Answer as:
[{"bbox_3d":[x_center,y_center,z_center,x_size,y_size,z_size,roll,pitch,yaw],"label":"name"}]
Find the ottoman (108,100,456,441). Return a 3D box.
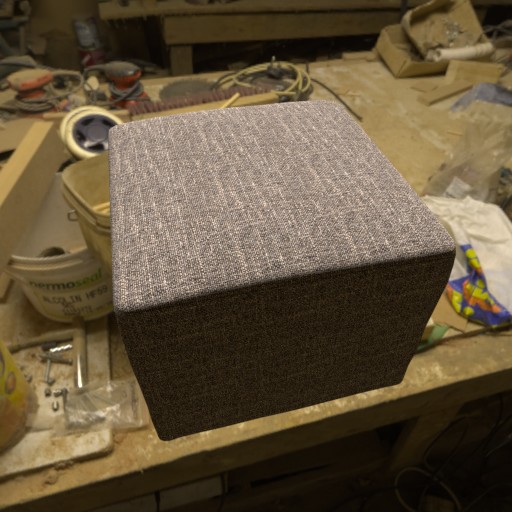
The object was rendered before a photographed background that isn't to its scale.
[{"bbox_3d":[0.000,0.000,0.916,0.512,0.453,0.521,-10,46,-10],"label":"ottoman"}]
